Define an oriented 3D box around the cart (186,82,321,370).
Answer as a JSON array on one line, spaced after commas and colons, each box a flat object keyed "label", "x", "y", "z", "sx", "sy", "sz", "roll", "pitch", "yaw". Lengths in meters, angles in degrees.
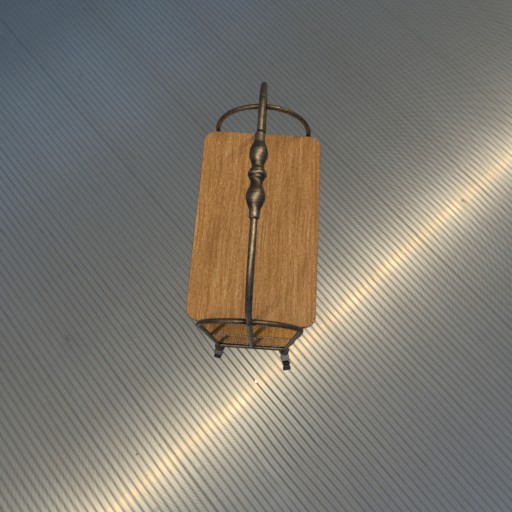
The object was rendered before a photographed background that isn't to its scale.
[{"label": "cart", "x": 0.000, "y": 0.000, "z": 1.375, "sx": 0.330, "sy": 1.052, "sz": 0.650, "roll": 4, "pitch": 74, "yaw": 1}]
